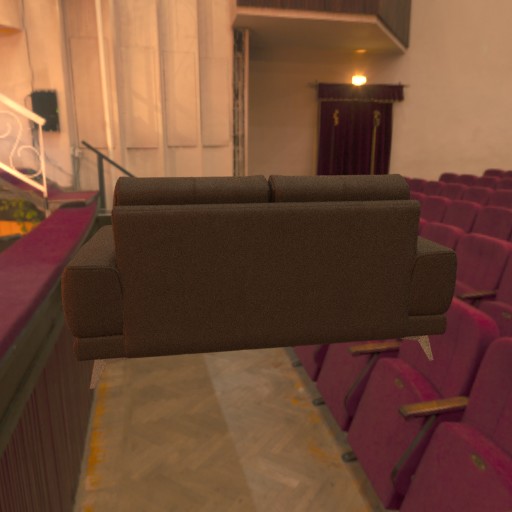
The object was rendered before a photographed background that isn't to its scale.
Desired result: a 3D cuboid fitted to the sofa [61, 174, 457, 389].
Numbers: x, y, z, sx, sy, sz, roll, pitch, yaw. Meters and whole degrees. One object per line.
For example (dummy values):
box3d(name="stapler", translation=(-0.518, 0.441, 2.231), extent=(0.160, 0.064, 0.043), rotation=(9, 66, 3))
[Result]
box3d(name="sofa", translation=(0.000, 0.000, 2.416), extent=(1.806, 0.907, 1.018), rotation=(-2, 14, -9))
